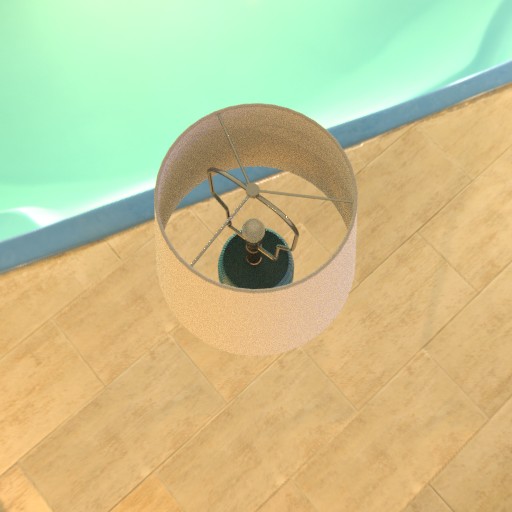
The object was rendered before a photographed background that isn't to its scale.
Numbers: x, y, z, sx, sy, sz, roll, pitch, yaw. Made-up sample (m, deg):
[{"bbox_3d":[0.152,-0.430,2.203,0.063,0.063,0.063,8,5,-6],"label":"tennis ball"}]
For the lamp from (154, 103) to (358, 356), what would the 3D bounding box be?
[{"bbox_3d":[0.000,0.000,0.800,0.355,0.582,0.355,0,75,0],"label":"lamp"}]
